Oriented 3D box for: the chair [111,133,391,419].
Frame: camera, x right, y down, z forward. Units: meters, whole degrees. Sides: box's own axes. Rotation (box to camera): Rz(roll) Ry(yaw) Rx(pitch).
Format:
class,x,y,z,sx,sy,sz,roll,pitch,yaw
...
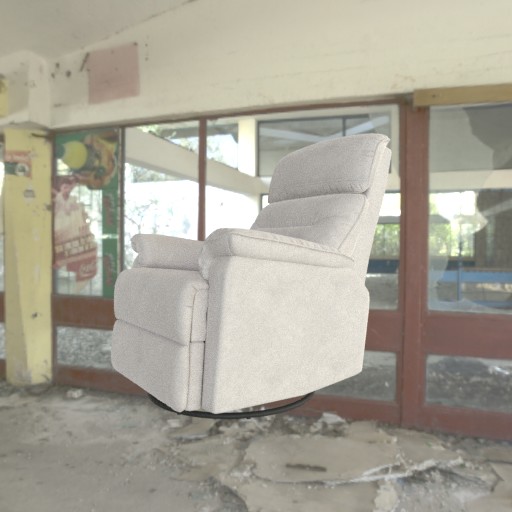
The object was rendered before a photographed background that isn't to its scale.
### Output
class,x,y,z,sx,sy,sz,roll,pitch,yaw
chair,0.000,0.000,1.792,1.001,1.039,0.820,-1,1,-36
